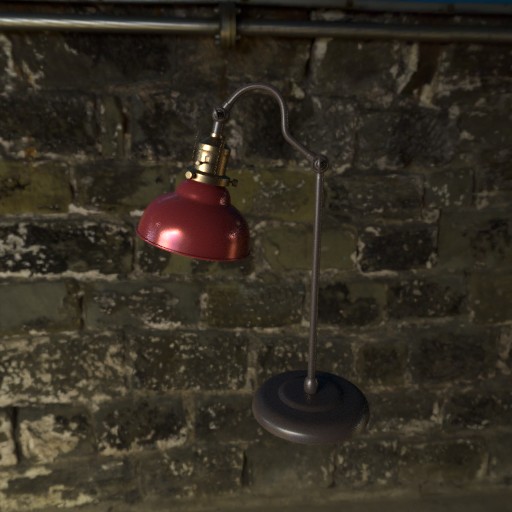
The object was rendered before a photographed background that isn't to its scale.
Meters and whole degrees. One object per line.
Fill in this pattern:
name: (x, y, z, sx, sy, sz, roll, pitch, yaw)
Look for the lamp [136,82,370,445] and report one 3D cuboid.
lamp: (0.000, 0.000, 0.690, 0.374, 0.508, 0.192, 2, 14, 9)
